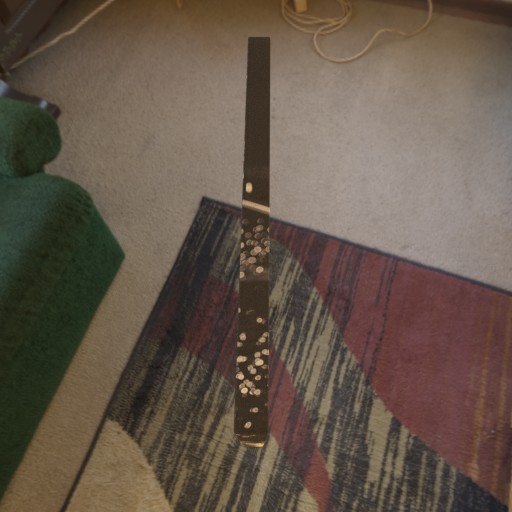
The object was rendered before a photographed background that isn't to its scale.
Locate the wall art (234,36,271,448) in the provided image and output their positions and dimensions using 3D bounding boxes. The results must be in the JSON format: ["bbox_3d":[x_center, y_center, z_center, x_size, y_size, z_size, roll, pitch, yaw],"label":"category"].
[{"bbox_3d":[0.000,0.000,0.784,0.037,0.406,0.609,1,65,0],"label":"wall art"}]
